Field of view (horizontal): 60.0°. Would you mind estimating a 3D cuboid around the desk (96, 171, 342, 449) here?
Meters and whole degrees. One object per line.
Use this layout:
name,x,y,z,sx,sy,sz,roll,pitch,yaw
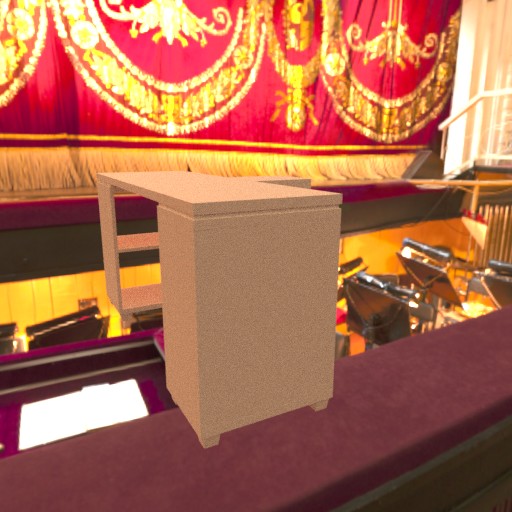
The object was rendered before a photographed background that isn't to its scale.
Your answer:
desk,0.000,0.000,2.183,1.199,0.759,1.524,-7,16,-27
